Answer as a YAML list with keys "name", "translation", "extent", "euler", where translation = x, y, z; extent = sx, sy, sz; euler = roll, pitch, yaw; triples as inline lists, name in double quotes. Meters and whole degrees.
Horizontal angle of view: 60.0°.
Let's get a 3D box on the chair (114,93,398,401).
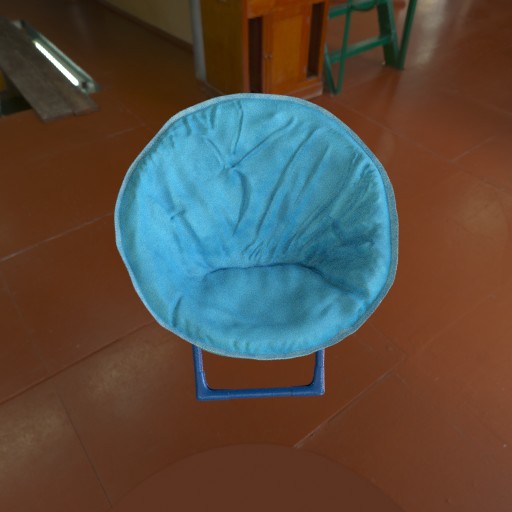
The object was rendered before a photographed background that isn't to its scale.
- name: "chair"
  translation: [0.000, 0.000, 0.906]
  extent: [0.520, 0.478, 0.465]
  euler: [-2, 45, -2]
